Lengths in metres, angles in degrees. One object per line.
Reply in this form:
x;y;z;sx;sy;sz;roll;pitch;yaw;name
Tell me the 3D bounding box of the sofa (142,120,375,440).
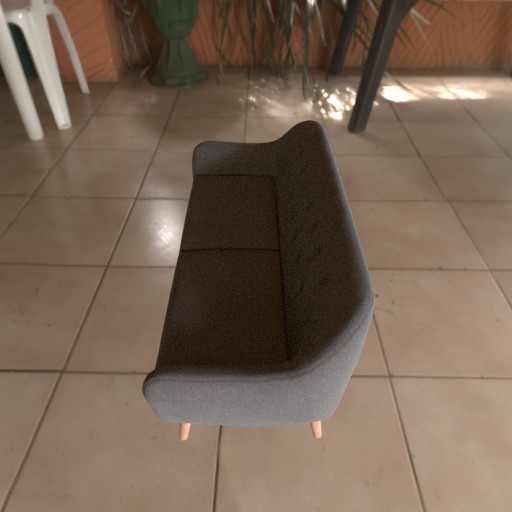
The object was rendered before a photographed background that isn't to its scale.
0.000;0.000;2.269;0.820;0.820;1.840;0;40;0;sofa
